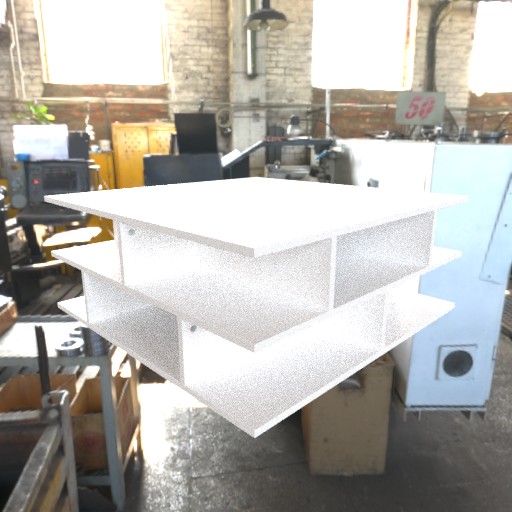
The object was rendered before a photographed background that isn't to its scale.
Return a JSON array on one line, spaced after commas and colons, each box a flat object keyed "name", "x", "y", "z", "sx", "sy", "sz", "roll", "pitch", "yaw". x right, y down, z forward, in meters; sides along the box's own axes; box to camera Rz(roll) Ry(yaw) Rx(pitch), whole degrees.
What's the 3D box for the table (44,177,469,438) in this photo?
[{"name": "table", "x": 0.000, "y": 0.000, "z": 1.071, "sx": 0.700, "sy": 0.289, "sz": 0.700, "roll": -15, "pitch": 21, "yaw": -43}]
